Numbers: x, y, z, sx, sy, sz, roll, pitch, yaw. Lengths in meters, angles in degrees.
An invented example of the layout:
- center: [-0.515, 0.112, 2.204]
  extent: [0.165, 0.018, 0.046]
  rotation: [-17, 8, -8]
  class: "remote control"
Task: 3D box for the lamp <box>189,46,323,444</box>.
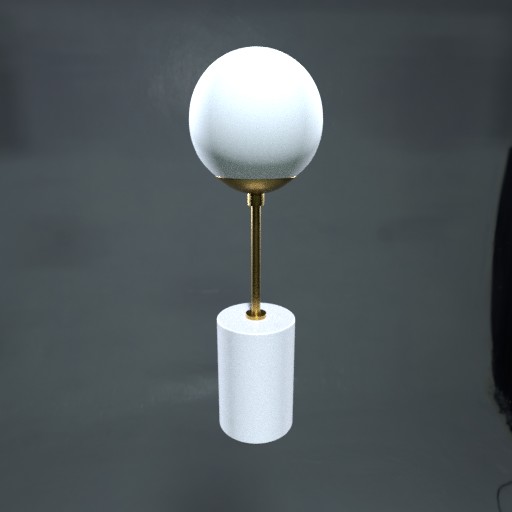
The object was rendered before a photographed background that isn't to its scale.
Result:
- center: [0.000, 0.000, 0.557]
  extent: [0.153, 0.480, 0.153]
  rotation: [0, 16, 0]
  class: "lamp"
